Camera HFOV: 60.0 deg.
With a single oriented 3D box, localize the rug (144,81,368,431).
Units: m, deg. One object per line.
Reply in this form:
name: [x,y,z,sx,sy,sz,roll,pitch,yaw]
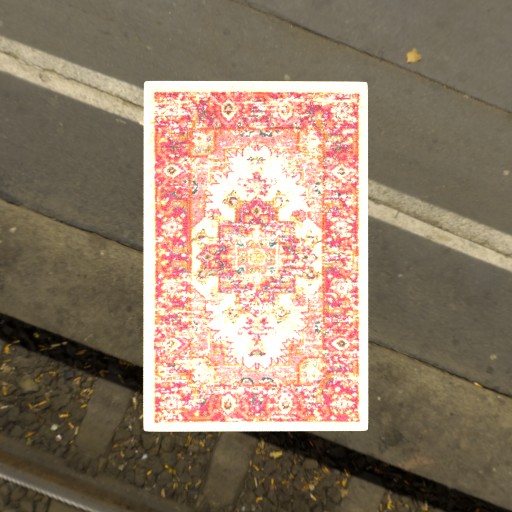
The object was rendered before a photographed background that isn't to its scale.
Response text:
rug: [0.000,0.000,1.101,0.556,0.004,0.868,0,90,0]
